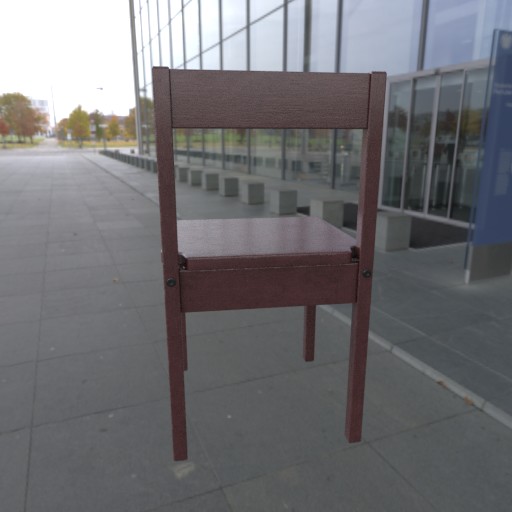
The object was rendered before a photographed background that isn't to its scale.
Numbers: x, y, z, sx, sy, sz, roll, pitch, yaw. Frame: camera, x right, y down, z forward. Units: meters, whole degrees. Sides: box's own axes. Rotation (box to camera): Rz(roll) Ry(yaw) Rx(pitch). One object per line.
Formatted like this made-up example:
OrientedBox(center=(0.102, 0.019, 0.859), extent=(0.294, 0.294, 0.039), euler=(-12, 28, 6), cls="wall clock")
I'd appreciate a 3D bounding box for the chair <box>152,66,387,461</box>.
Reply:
OrientedBox(center=(0.000, 0.000, 0.913), extent=(0.367, 0.668, 0.361), euler=(-2, 15, -8), cls="chair")
